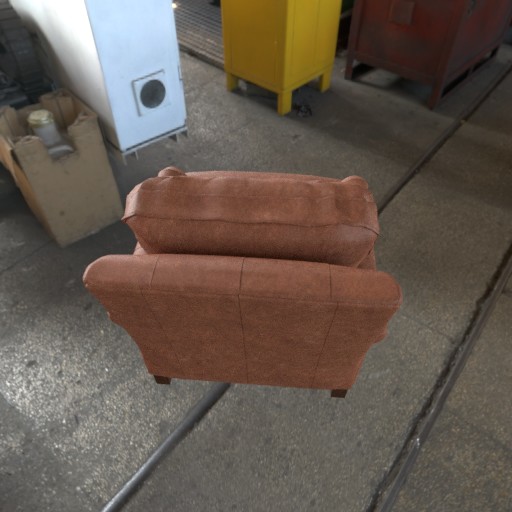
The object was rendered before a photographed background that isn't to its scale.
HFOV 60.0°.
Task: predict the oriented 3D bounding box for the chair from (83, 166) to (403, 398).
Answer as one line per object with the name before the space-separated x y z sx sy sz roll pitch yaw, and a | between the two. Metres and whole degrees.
chair | 0.000 0.000 1.926 0.986 1.055 1.158 3 47 3
